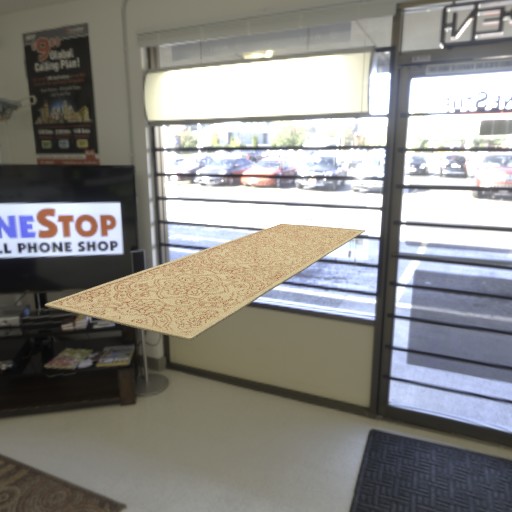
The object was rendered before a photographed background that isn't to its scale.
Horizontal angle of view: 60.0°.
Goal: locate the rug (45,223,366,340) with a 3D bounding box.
[{"bbox_3d":[0.000,0.000,2.774,0.769,0.012,2.448,7,15,27],"label":"rug"}]
